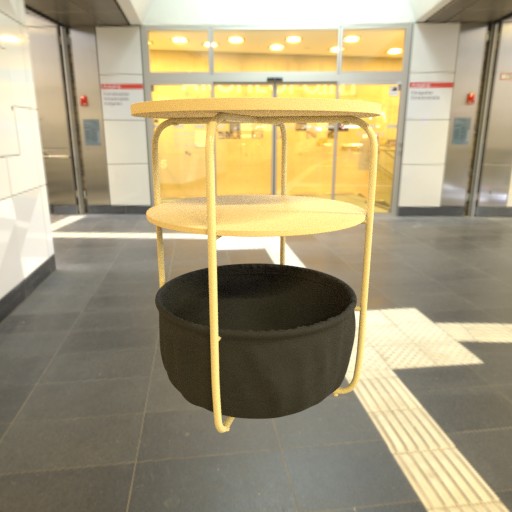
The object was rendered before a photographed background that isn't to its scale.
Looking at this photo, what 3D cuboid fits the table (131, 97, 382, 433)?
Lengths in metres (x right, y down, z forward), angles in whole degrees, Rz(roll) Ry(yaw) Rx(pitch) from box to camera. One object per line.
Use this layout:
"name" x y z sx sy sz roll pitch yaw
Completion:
"table" 0.000 0.000 0.835 0.418 0.532 0.418 -8 17 -26
